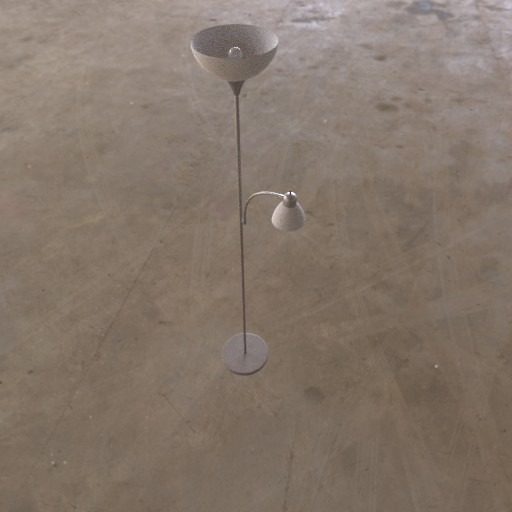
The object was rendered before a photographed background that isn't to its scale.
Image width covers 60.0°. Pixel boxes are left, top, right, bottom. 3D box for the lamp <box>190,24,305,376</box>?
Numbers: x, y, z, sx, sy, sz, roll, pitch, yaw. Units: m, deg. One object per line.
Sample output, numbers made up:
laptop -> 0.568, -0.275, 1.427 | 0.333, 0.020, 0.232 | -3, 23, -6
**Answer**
lamp -> 0.000, 0.000, 1.965 | 0.425, 1.804, 0.279 | 25, 52, 22
